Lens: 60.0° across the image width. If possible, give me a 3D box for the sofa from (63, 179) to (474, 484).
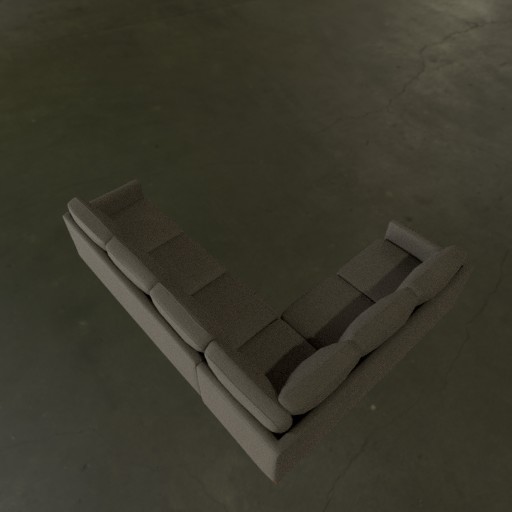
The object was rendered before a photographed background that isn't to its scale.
[{"bbox_3d":[0.000,0.000,4.546,2.593,0.947,3.302,-34,56,-27],"label":"sofa"}]
